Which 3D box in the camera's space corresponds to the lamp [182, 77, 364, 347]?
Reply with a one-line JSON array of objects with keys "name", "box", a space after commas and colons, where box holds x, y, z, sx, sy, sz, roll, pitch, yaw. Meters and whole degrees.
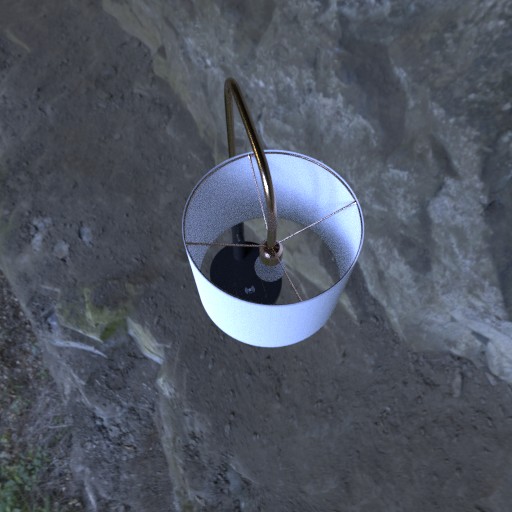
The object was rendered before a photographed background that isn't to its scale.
[{"name": "lamp", "box": [0.000, 0.000, 0.709, 0.199, 0.540, 0.337, -14, 64, -7]}]
